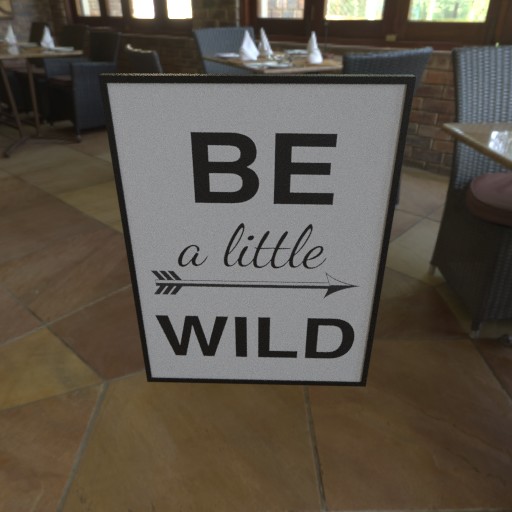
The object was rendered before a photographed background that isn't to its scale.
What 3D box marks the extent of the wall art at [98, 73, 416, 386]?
[{"bbox_3d":[0.000,0.000,1.395,0.806,1.062,0.038,1,29,1],"label":"wall art"}]
